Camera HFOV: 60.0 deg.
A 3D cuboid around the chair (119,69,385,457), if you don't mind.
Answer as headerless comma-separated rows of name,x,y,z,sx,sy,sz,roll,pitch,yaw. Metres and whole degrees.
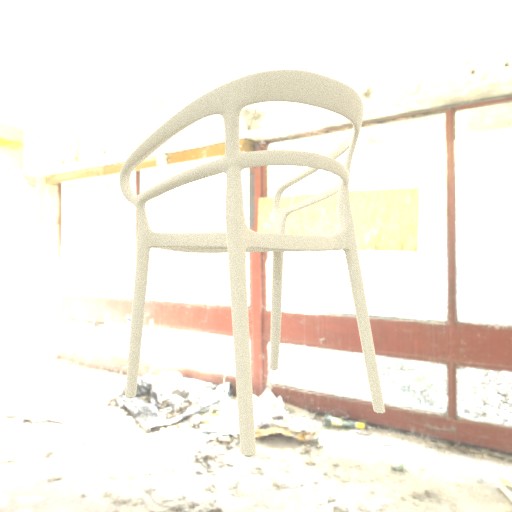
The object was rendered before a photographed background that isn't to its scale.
chair,0.000,0.000,1.152,0.559,0.761,0.527,0,-1,-36
